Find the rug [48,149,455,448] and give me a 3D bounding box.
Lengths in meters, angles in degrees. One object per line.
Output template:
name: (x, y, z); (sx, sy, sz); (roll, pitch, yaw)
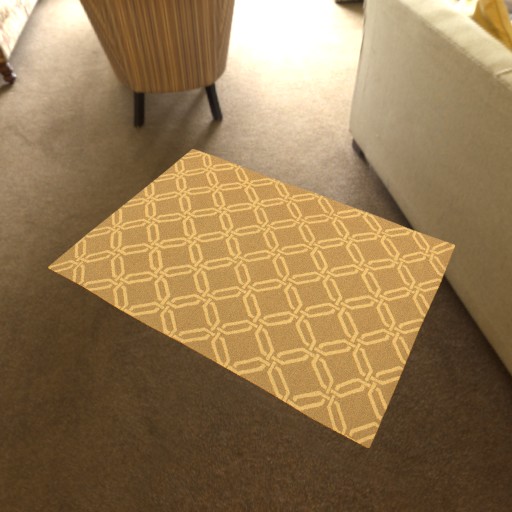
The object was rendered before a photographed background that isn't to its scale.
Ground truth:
rug: (0.000, 0.000, 2.826); (2.135, 0.013, 1.524); (24, 52, 20)
